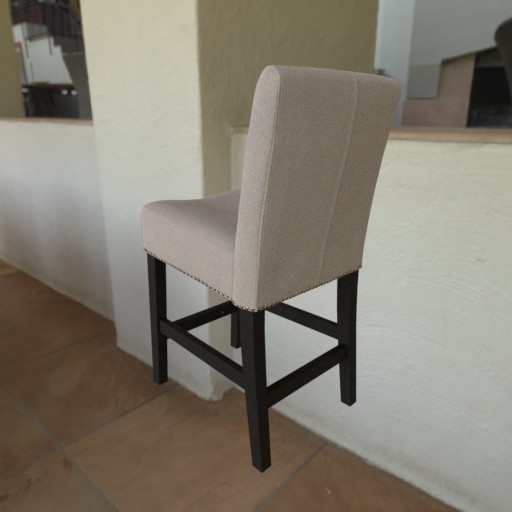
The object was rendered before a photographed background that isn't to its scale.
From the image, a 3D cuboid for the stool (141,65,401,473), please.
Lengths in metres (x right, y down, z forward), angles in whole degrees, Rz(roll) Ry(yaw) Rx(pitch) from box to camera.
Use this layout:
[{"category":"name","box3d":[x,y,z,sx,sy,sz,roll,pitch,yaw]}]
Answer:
[{"category":"stool","box3d":[0.000,0.000,1.183,0.427,0.885,0.571,-17,24,-42]}]
